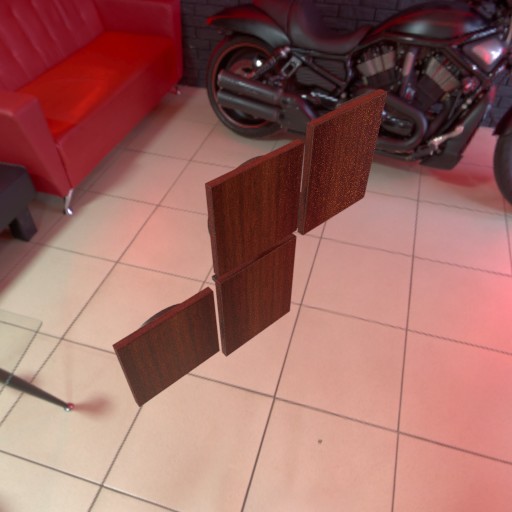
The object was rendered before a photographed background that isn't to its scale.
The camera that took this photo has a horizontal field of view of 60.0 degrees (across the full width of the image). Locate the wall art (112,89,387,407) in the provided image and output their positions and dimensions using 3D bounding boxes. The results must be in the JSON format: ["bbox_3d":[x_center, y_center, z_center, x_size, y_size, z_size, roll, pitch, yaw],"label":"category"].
[{"bbox_3d":[0.000,0.000,0.885,0.635,0.497,0.030,-31,53,-27],"label":"wall art"}]
